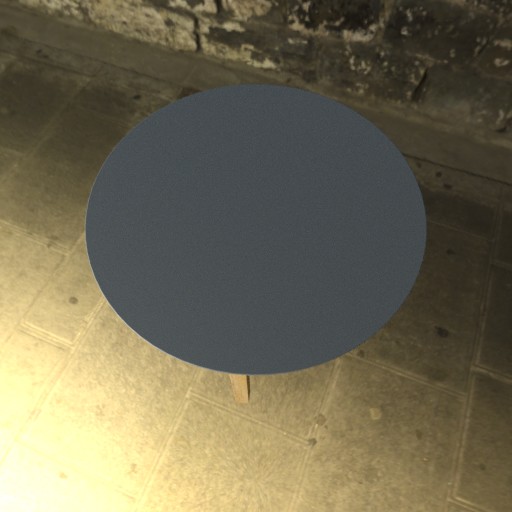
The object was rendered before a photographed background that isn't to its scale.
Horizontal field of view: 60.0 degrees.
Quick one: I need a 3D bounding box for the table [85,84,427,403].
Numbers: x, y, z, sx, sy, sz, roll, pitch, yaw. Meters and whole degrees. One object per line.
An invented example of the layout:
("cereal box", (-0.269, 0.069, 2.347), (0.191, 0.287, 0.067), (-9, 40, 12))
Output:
("table", (0.000, 0.000, 0.969), (0.600, 0.405, 0.600), (0, 63, 0))
